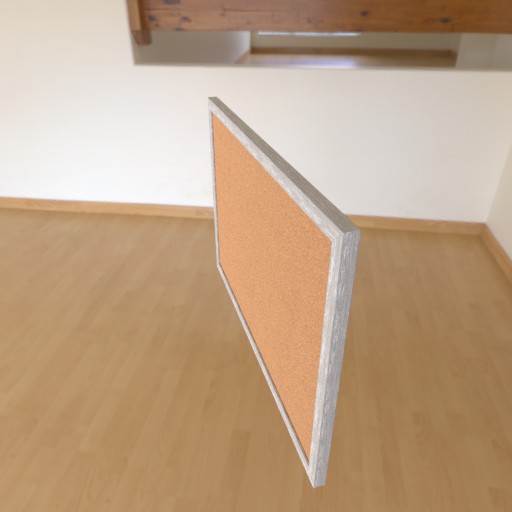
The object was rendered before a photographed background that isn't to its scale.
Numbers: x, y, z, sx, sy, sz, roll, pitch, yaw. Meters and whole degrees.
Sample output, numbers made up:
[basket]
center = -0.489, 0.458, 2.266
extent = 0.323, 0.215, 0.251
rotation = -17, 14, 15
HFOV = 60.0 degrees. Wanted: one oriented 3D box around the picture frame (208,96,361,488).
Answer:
[picture frame]
center = 0.000, 0.000, 1.201
extent = 0.029, 0.640, 0.950
rotation = -9, 33, -15
